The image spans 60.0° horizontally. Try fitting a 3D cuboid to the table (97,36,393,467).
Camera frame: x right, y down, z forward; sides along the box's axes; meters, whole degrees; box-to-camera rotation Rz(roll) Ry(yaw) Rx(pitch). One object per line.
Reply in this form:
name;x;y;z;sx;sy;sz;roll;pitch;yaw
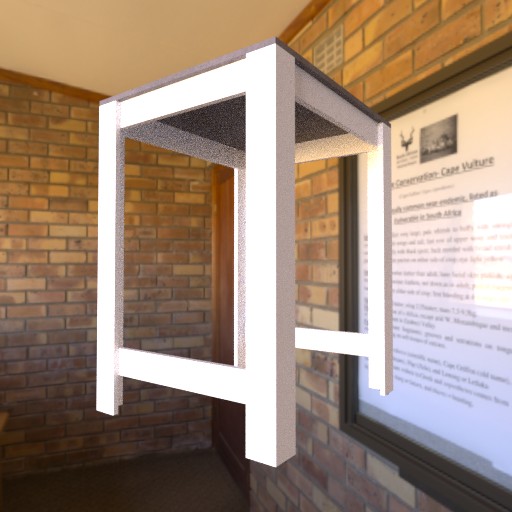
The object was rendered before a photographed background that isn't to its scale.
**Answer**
table;0.000;0.000;1.571;0.700;1.020;0.800;-1;-2;36
